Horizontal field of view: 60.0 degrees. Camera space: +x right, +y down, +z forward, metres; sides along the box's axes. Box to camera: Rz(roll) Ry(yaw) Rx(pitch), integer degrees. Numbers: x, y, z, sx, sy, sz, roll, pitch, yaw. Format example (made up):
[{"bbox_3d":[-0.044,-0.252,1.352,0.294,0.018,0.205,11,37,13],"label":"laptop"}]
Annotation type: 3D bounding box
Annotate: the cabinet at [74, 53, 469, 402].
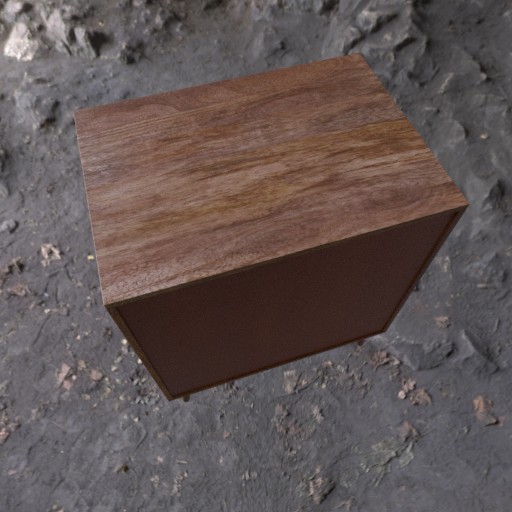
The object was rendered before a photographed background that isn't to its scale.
[{"bbox_3d":[0.000,0.000,1.176,0.647,0.758,0.473,-15,60,-9],"label":"cabinet"}]
